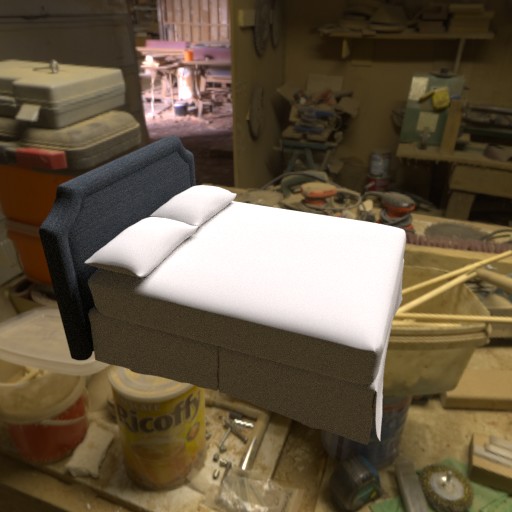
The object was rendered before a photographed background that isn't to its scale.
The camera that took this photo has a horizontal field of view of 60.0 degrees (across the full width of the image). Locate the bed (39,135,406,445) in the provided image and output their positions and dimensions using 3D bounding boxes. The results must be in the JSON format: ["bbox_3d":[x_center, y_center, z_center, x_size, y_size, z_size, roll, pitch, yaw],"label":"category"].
[{"bbox_3d":[0.000,0.000,3.320,2.208,1.297,1.828,11,31,19],"label":"bed"}]
